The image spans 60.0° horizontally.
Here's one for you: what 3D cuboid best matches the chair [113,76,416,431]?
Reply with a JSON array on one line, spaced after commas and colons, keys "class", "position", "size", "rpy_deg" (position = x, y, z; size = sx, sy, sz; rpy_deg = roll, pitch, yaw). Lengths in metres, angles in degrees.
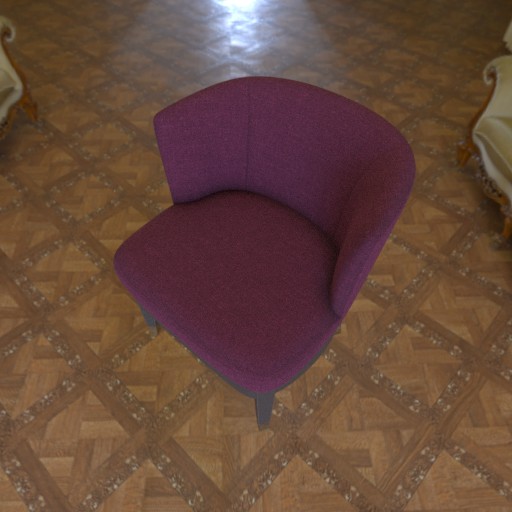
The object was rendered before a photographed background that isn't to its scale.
[{"class": "chair", "position": [0.000, 0.000, 1.294], "size": [0.700, 0.760, 0.660], "rpy_deg": [34, 56, 27]}]
